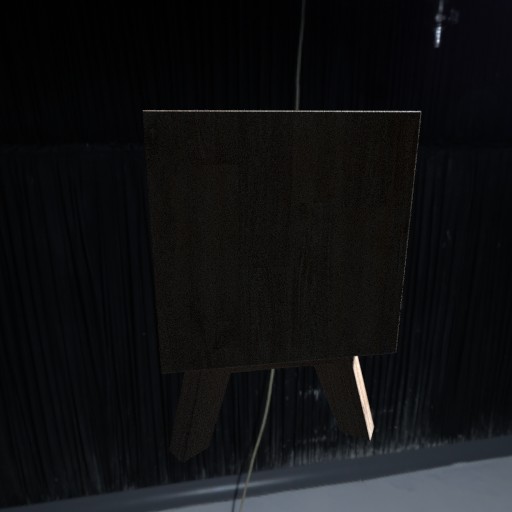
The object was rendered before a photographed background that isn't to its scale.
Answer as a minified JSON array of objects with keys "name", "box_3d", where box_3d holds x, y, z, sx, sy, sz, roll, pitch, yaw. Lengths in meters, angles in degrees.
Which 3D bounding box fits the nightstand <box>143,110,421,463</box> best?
[{"name":"nightstand","box_3d":[0.000,0.000,0.961,0.396,0.589,0.552,-3,17,-9]}]
